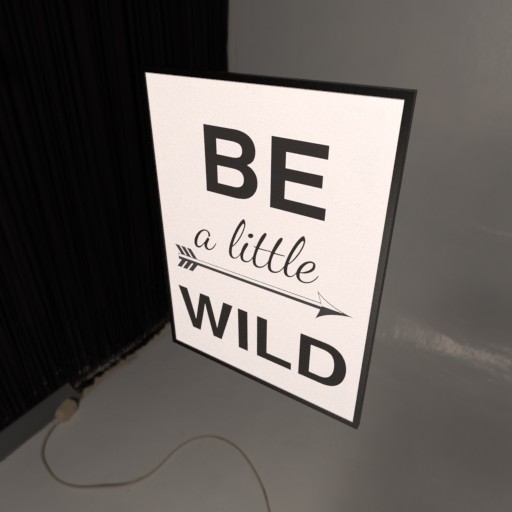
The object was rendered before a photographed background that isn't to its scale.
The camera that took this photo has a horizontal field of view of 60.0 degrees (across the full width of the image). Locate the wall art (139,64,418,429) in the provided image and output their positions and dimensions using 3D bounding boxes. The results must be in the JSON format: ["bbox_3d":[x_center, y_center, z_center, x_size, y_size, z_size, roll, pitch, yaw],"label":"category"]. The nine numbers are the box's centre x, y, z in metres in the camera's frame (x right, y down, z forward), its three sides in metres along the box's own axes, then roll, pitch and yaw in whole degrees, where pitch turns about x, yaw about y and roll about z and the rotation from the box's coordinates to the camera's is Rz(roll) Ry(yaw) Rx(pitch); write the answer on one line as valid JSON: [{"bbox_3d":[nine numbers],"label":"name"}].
[{"bbox_3d":[0.000,0.000,0.764,0.442,0.582,0.013,18,35,28],"label":"wall art"}]
